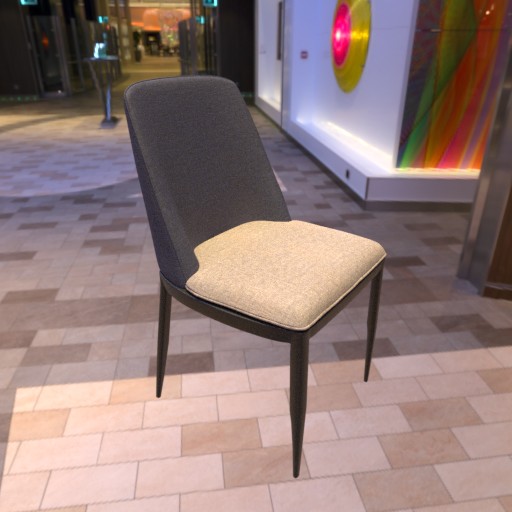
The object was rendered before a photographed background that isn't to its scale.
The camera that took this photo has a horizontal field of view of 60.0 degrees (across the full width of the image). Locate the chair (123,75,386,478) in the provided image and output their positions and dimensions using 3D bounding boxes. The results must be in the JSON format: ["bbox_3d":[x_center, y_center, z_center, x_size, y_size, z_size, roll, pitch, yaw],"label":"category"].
[{"bbox_3d":[0.000,0.000,1.143,0.551,0.839,0.480,18,31,32],"label":"chair"}]
